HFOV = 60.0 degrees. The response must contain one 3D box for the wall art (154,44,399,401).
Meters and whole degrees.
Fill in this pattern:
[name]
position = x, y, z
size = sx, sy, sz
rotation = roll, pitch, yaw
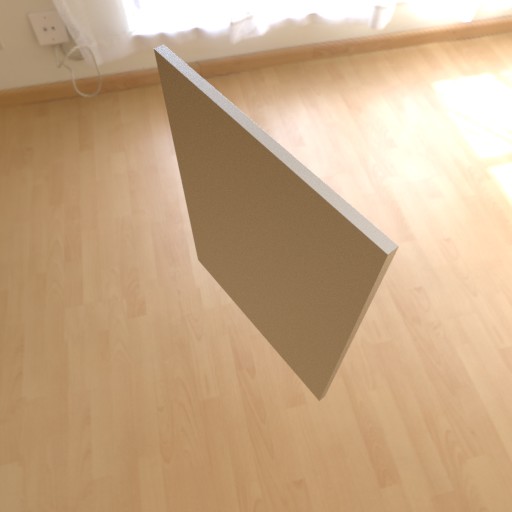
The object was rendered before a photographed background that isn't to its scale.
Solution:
[wall art]
position = 0.000, 0.000, 1.433
size = 0.030, 1.046, 0.816
rotation = -34, 64, -19
